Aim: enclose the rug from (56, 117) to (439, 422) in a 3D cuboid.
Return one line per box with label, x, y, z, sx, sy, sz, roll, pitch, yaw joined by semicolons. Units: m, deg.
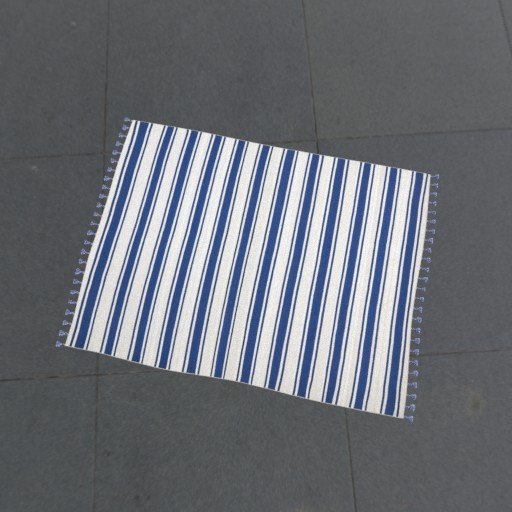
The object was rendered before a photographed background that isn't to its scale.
rug;0.000;0.000;4.384;3.416;0.016;2.471;11;76;3
